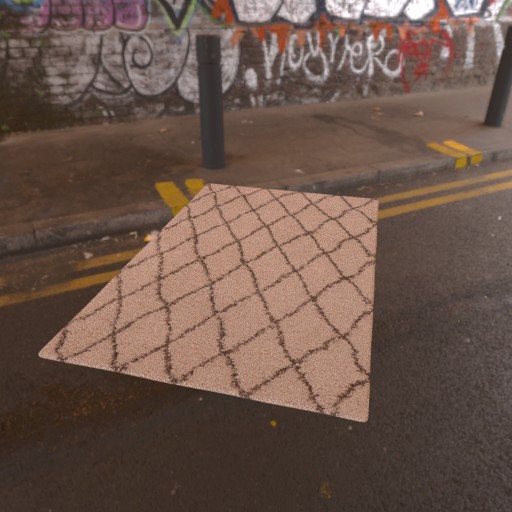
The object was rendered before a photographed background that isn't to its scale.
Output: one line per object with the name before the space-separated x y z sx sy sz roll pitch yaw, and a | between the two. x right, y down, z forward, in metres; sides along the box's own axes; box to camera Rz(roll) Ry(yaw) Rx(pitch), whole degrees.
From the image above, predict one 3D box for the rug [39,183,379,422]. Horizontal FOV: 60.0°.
rug | 0.000 0.000 3.395 1.778 0.030 2.743 7 31 13
